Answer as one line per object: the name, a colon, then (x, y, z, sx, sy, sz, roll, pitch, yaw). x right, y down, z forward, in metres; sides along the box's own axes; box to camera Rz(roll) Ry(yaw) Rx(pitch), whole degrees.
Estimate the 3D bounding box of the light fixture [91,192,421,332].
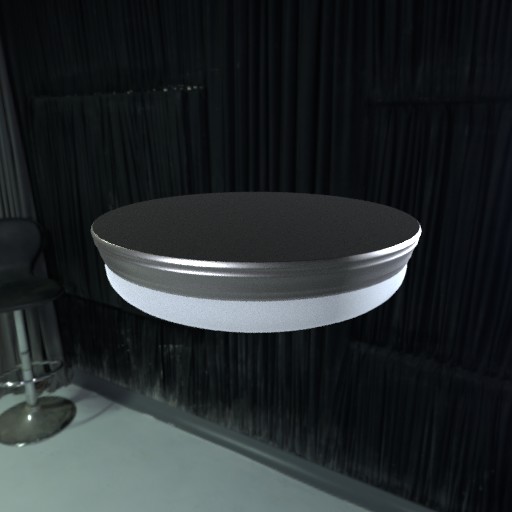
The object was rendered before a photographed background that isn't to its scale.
light fixture: (0.000, 0.000, 0.538, 0.368, 0.100, 0.368, 0, 17, 0)
